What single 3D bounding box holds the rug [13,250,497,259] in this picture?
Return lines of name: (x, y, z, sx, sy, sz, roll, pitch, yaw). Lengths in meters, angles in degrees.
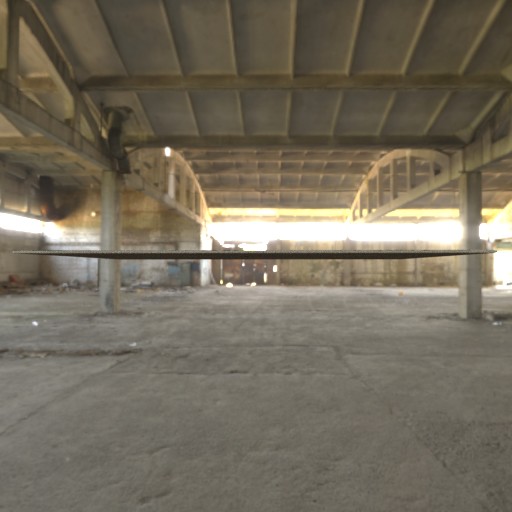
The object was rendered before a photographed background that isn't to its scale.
rug: (0.000, 0.000, 2.277, 1.831, 0.012, 1.213, 0, -2, 2)
